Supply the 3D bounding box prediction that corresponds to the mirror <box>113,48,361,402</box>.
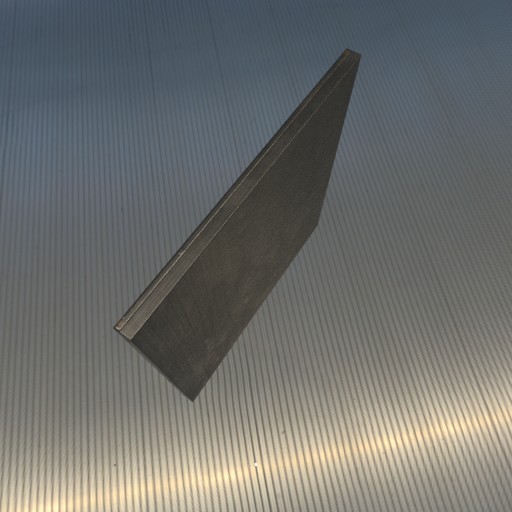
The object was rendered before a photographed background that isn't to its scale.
[{"bbox_3d":[0.000,0.000,0.590,0.020,0.381,0.382,31,69,14],"label":"mirror"}]
